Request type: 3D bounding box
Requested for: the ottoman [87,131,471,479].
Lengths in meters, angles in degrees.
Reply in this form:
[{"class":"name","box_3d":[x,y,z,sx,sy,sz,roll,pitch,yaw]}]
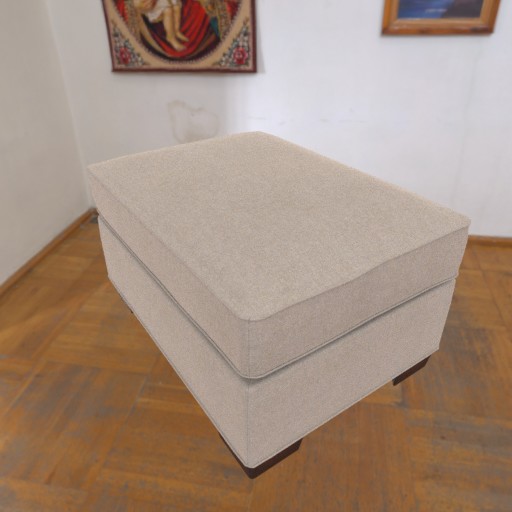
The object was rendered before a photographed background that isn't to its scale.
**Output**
[{"class":"ottoman","box_3d":[0.000,0.000,1.219,0.617,0.503,0.846,-20,37,-29]}]
